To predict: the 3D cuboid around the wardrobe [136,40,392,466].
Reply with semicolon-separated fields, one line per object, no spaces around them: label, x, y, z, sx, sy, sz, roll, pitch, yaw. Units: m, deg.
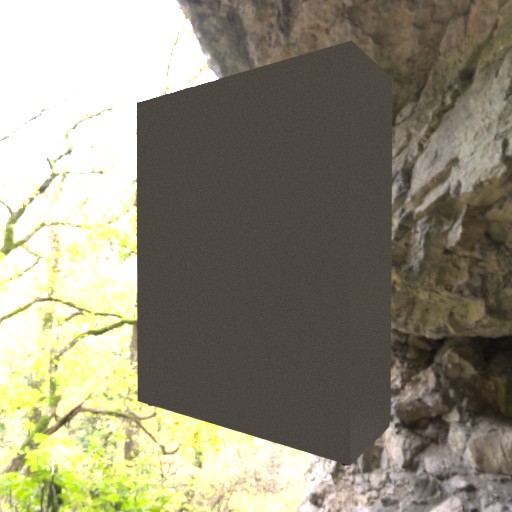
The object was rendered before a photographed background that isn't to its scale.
wardrobe;0.000;0.000;1.634;0.900;1.200;0.360;1;1;35
